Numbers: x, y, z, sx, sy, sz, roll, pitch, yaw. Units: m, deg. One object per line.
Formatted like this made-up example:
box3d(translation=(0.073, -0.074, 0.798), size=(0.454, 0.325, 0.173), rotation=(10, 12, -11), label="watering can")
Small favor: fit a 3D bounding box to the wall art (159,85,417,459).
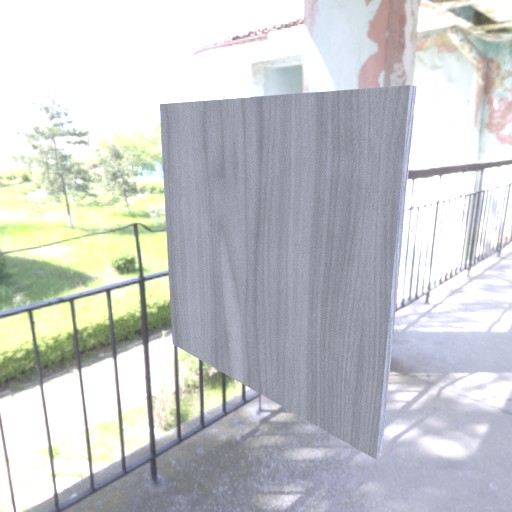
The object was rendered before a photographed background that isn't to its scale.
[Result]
box3d(translation=(0.000, 0.000, 0.749), size=(0.508, 0.507, 0.016), rotation=(15, 22, 43), label="wall art")
